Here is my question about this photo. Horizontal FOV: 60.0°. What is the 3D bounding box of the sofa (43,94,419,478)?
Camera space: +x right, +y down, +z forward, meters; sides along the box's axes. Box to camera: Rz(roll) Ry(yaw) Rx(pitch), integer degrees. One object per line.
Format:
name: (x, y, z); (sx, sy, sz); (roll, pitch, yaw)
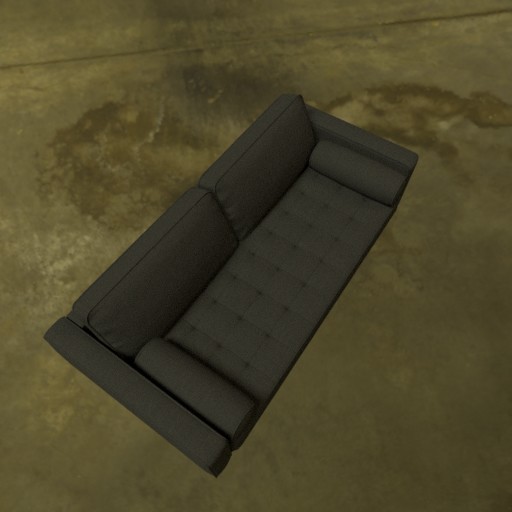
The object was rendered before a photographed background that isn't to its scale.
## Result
sofa: (0.000, 0.000, 2.282); (0.914, 0.759, 1.875); (30, 63, 17)
